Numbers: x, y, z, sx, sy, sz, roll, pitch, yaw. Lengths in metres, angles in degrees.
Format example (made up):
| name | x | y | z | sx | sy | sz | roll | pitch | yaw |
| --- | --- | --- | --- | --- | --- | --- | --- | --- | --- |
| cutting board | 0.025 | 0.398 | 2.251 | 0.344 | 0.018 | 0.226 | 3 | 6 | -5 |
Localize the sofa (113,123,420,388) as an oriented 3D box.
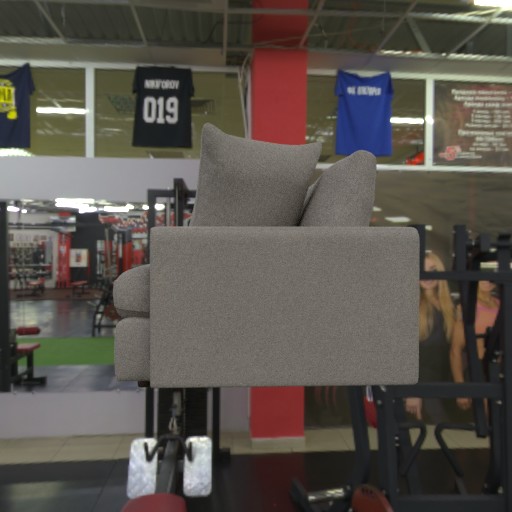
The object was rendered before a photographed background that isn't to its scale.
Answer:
| name | x | y | z | sx | sy | sz | roll | pitch | yaw |
| --- | --- | --- | --- | --- | --- | --- | --- | --- | --- |
| sofa | 0.000 | 0.000 | 2.617 | 1.228 | 1.080 | 1.869 | 0 | 1 | -2 |
